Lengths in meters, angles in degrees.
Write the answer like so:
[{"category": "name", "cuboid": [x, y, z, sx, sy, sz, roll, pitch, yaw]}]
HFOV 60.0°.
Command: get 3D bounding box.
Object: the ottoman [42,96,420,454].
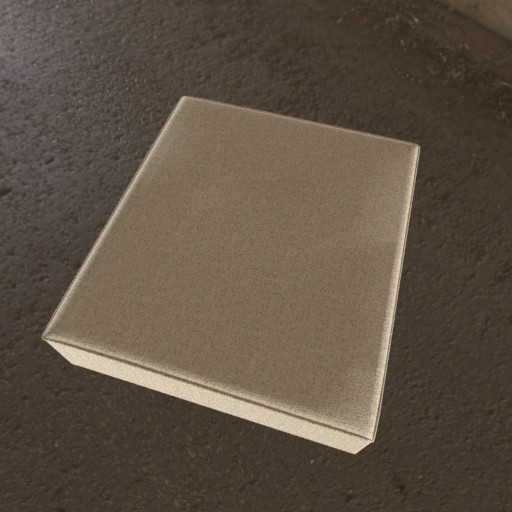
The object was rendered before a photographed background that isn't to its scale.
[{"category": "ottoman", "cuboid": [0.000, 0.000, 1.234, 0.736, 0.303, 0.835, 15, 60, 9]}]
